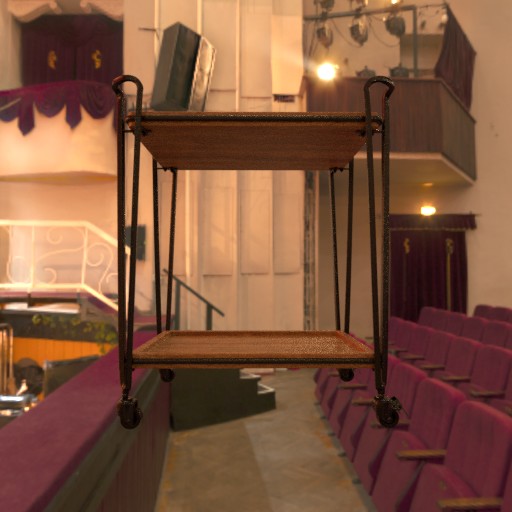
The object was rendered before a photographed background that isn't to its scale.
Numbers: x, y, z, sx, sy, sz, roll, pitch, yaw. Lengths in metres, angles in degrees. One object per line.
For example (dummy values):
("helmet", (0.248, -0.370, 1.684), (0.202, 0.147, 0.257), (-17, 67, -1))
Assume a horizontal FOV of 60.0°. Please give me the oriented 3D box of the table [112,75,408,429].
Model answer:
("table", (0.000, 0.000, 1.220), (0.672, 0.785, 0.505), (0, -2, 0))
